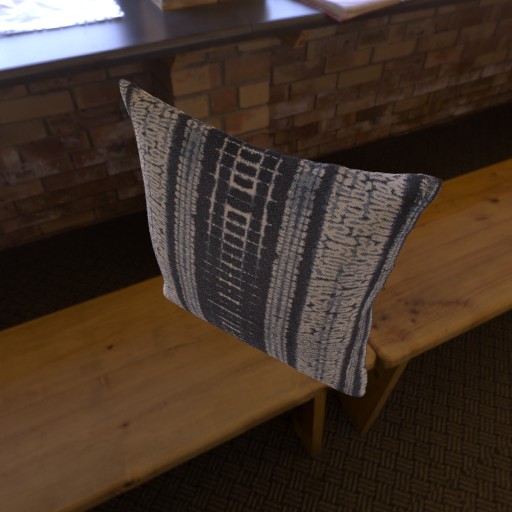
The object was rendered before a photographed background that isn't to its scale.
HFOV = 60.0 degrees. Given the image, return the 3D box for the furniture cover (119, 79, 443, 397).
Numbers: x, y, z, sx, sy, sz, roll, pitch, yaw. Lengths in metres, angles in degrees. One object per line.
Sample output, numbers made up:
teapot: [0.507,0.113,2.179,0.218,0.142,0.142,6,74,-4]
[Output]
furniture cover: [0.000,0.000,0.658,0.425,0.435,0.133,24,50,22]
